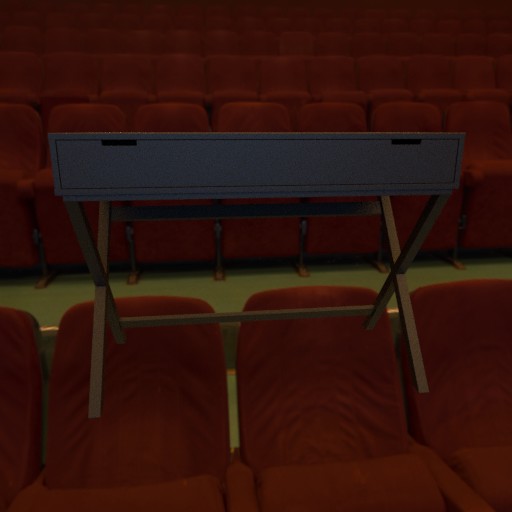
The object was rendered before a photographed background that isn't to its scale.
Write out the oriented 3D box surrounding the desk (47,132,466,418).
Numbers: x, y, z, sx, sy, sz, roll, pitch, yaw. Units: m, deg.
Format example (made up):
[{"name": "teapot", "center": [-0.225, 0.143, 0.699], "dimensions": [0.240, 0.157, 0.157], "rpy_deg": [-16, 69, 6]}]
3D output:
[{"name": "desk", "center": [0.000, 0.000, 1.456], "dimensions": [1.057, 0.780, 0.504], "rpy_deg": [-2, 16, -7]}]
